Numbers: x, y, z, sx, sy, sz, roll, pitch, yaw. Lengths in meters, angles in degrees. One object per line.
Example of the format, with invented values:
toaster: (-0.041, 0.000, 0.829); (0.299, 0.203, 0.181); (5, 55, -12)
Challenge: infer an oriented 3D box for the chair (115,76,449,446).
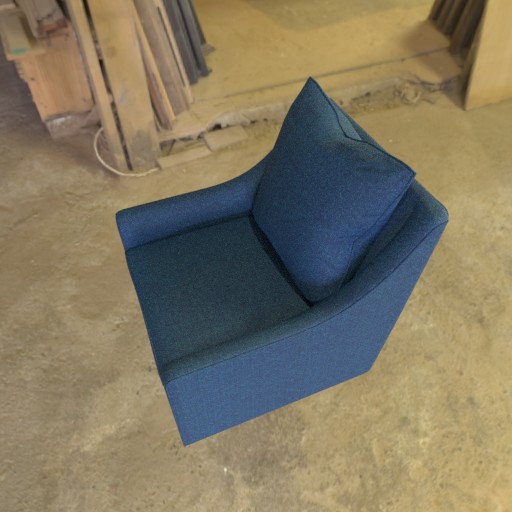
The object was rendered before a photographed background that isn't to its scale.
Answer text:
chair: (0.000, 0.000, 1.574); (0.870, 0.939, 0.750); (-17, 50, -15)
